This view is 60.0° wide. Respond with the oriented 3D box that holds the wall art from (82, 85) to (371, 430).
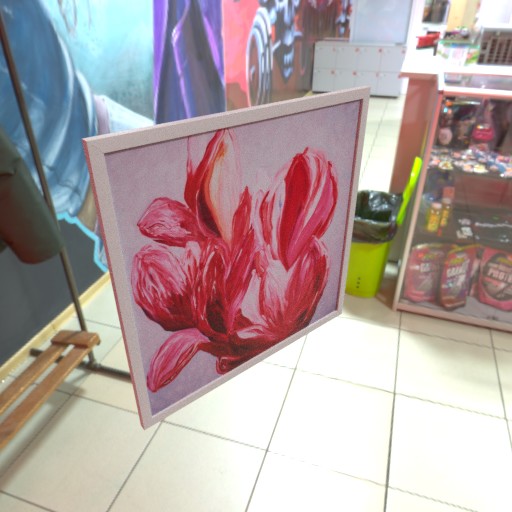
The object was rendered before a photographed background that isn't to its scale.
[{"bbox_3d":[0.000,0.000,1.231,0.805,0.803,0.022,-23,38,-32],"label":"wall art"}]
